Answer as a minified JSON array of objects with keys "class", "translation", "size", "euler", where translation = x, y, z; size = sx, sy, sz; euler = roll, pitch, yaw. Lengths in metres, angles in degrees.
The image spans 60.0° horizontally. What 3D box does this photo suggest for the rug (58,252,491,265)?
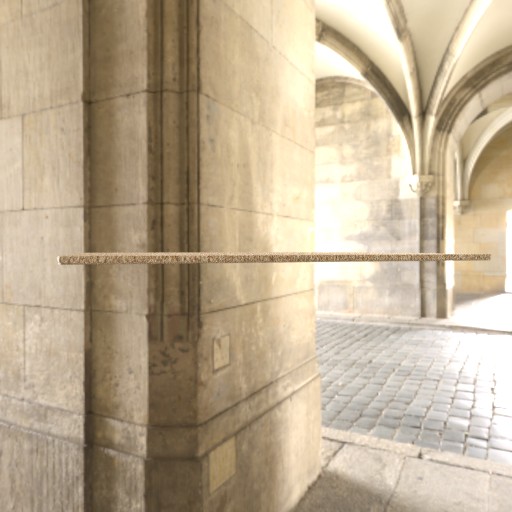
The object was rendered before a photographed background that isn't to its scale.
[{"class":"rug","translation":[0.000,0.000,2.084],"size":[1.600,0.025,1.199],"euler":[0,1,-19]}]
